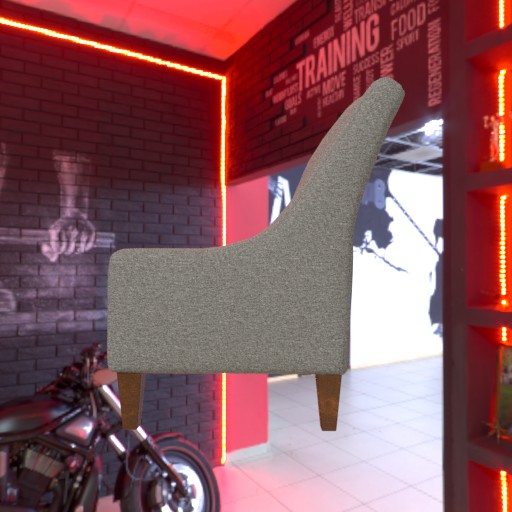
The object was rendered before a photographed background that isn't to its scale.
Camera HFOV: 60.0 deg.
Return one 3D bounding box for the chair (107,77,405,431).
[{"bbox_3d":[0.000,0.000,1.628,0.870,1.016,0.774,0,-1,1],"label":"chair"}]
